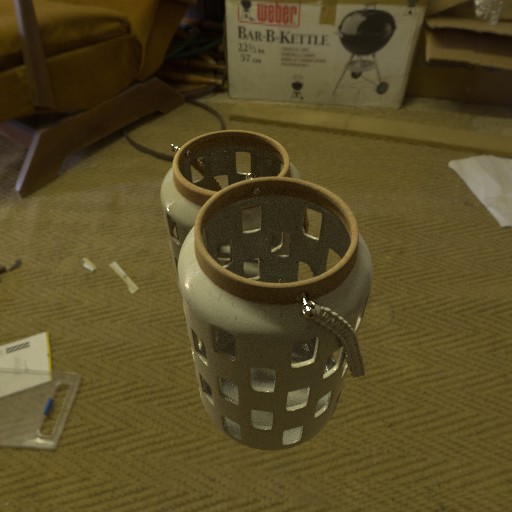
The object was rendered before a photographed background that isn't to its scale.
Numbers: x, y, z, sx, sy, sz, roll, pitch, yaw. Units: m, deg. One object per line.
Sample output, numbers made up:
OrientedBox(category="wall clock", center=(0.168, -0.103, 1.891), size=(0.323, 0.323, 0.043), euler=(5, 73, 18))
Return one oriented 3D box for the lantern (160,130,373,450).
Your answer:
OrientedBox(category="lantern", center=(0.000, 0.000, 0.500), size=(0.184, 0.255, 0.347), euler=(-11, 47, -10))
